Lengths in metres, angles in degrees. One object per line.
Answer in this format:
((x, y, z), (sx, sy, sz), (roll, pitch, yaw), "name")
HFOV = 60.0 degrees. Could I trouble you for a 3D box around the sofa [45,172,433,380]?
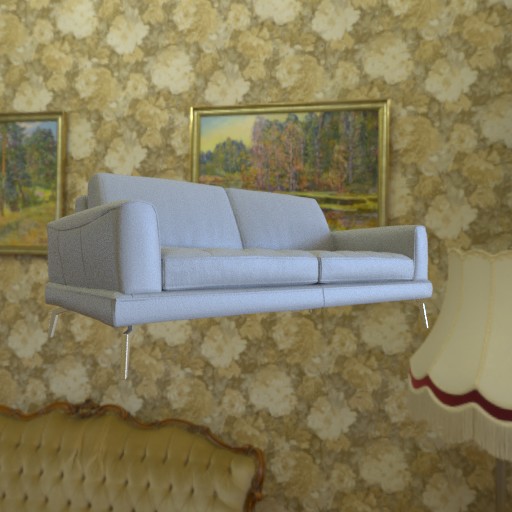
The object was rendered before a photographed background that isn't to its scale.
((0.000, 0.000, 2.689), (2.177, 0.930, 1.121), (1, -1, -38), "sofa")
